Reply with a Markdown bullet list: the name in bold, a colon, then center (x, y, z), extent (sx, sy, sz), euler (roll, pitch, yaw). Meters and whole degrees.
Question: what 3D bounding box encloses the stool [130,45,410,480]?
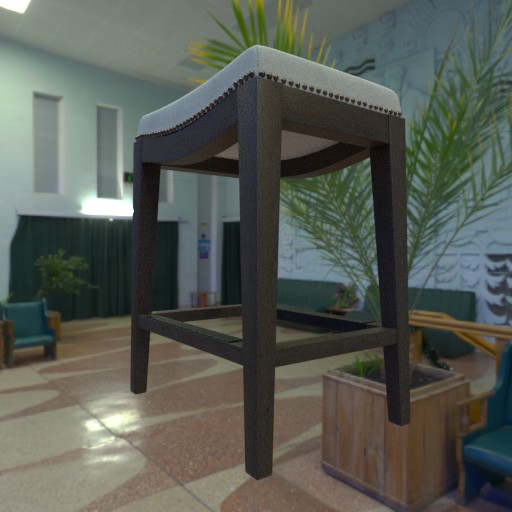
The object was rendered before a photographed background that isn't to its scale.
- **stool**: center (0.000, 0.000, 0.932), extent (0.361, 0.642, 0.500), euler (0, 1, -36)
